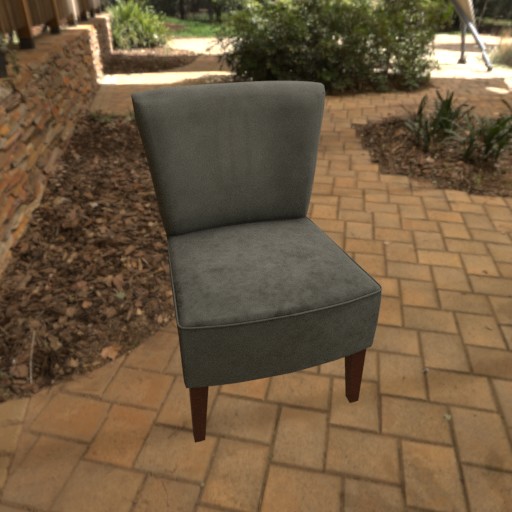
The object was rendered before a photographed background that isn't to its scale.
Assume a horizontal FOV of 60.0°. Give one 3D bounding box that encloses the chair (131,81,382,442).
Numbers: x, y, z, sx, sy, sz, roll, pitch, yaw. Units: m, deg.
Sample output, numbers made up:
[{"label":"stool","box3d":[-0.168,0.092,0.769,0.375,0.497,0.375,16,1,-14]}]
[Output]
[{"label":"chair","box3d":[0.000,0.000,1.202,0.521,0.806,0.554,-9,33,-14]}]
